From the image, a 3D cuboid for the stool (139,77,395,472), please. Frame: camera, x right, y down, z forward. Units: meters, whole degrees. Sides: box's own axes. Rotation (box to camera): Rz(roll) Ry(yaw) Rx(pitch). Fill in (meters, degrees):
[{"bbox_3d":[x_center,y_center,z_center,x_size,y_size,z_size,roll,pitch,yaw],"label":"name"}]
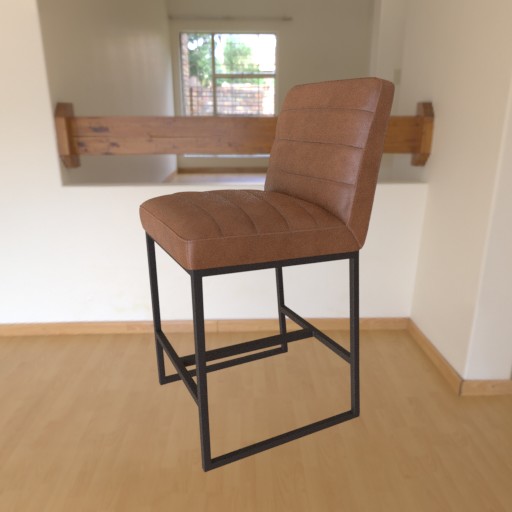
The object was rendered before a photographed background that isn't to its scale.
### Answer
[{"bbox_3d":[0.000,0.000,1.258,0.556,0.940,0.458,-9,20,-25],"label":"stool"}]
